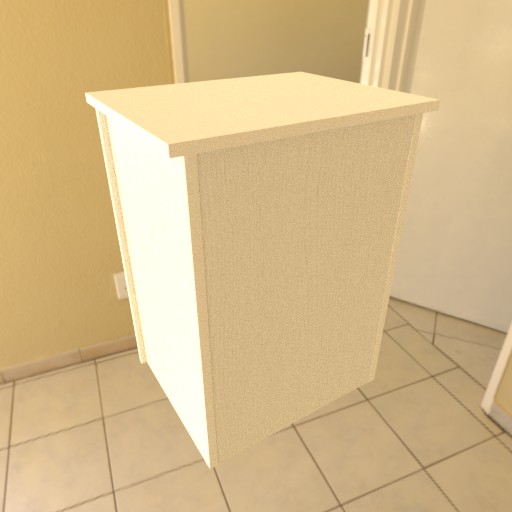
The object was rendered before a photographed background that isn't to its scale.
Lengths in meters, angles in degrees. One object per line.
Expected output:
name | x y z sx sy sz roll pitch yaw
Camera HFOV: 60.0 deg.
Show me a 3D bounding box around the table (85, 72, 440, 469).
table | 0.000 0.000 0.920 0.480 0.635 0.381 -18 35 -27
